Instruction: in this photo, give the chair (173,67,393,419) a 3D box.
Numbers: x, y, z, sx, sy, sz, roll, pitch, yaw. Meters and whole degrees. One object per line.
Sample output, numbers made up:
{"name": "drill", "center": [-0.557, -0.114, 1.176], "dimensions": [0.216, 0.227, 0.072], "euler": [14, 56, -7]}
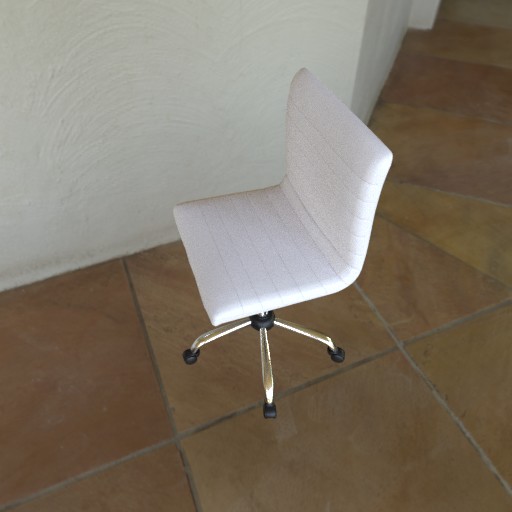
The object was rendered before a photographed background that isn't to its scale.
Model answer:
{"name": "chair", "center": [0.000, 0.000, 1.098], "dimensions": [0.455, 0.750, 0.520], "euler": [-15, 48, -14]}
